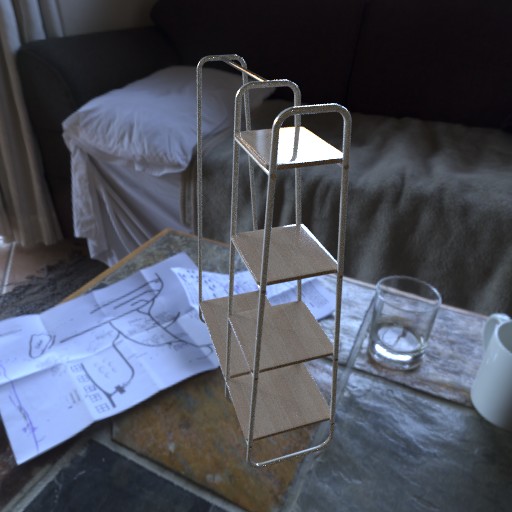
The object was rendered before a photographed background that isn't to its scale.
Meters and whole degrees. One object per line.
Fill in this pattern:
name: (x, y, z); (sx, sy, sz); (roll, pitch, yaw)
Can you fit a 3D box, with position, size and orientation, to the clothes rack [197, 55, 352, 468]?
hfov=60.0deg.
clothes rack: (0.000, 0.000, 1.948); (0.400, 1.500, 1.011); (-10, 33, -15)
